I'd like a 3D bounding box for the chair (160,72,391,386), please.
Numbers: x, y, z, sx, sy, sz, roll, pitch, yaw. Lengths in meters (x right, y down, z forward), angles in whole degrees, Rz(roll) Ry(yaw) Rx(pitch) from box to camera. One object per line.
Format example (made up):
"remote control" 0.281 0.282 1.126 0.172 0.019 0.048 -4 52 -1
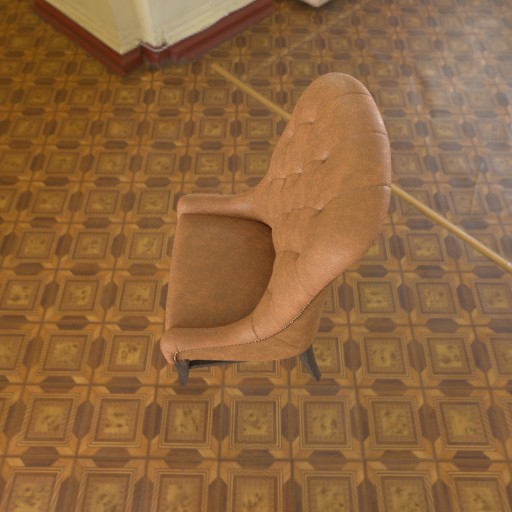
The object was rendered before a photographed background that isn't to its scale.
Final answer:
"chair" 0.000 0.000 1.491 0.629 1.091 0.634 0 58 0
